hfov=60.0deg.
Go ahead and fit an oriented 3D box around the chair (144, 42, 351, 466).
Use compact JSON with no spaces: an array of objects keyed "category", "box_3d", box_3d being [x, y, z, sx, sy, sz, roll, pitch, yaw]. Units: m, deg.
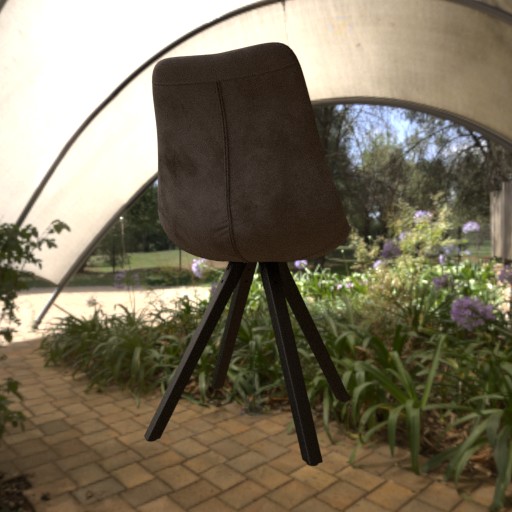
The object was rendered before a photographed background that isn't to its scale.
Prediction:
[{"category":"chair","box_3d":[0.000,0.000,1.159,0.485,0.850,0.550,0,0,18]}]
